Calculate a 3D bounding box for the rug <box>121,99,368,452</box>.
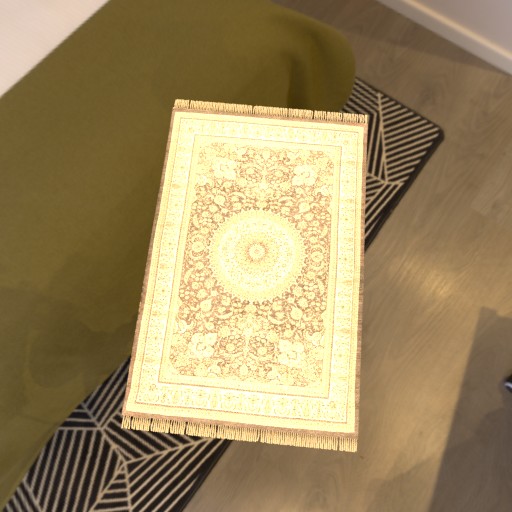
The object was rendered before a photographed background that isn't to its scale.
[{"bbox_3d":[0.000,0.000,4.409,2.143,0.015,3.422,5,74,1],"label":"rug"}]
